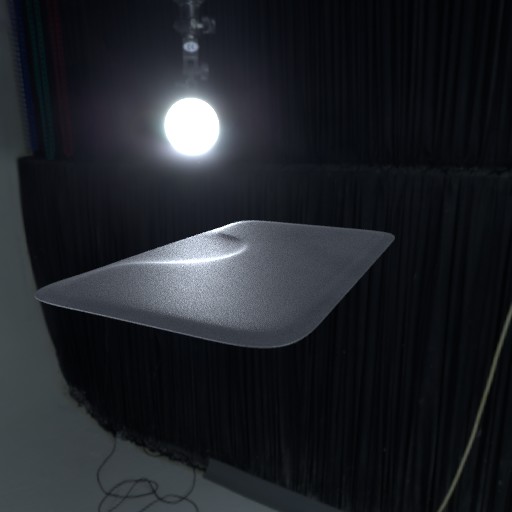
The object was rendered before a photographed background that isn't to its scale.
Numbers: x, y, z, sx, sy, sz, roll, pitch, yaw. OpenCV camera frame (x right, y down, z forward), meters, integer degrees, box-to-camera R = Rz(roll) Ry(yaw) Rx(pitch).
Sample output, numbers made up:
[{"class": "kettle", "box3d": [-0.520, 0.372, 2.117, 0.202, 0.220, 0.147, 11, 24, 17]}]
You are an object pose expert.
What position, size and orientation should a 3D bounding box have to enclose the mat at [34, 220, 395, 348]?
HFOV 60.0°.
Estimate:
[{"class": "mat", "box3d": [0.000, 0.000, 1.842, 0.918, 0.013, 1.524, 7, 16, 25]}]
